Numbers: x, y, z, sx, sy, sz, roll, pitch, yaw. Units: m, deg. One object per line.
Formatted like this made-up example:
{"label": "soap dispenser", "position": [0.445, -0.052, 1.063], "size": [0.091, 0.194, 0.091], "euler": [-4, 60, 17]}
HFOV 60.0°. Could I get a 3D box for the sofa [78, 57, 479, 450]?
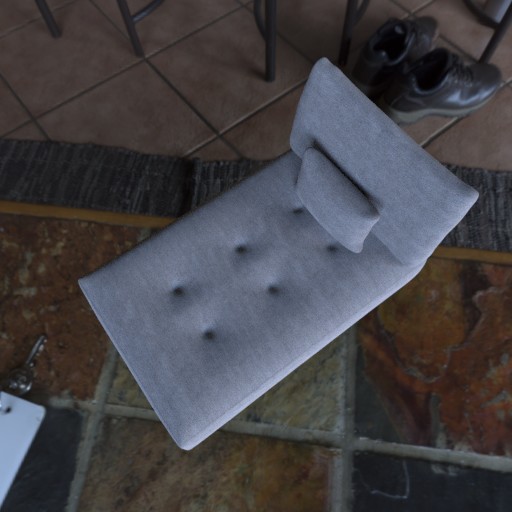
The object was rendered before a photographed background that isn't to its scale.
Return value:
{"label": "sofa", "position": [0.000, 0.000, 1.969], "size": [1.450, 0.820, 0.930], "euler": [-34, 70, -14]}
